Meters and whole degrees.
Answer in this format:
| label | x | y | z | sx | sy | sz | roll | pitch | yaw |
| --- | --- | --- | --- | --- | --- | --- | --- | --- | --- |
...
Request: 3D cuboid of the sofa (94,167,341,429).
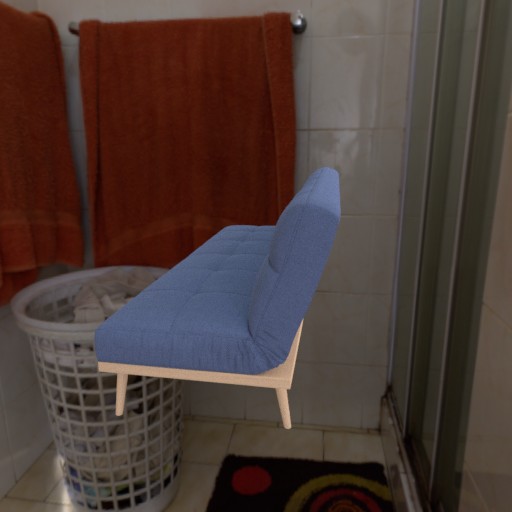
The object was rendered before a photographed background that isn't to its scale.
| label | x | y | z | sx | sy | sz | roll | pitch | yaw |
| --- | --- | --- | --- | --- | --- | --- | --- | --- | --- |
| sofa | 0.000 | 0.000 | 2.239 | 0.796 | 0.800 | 1.800 | 3 | 15 | 10 |
